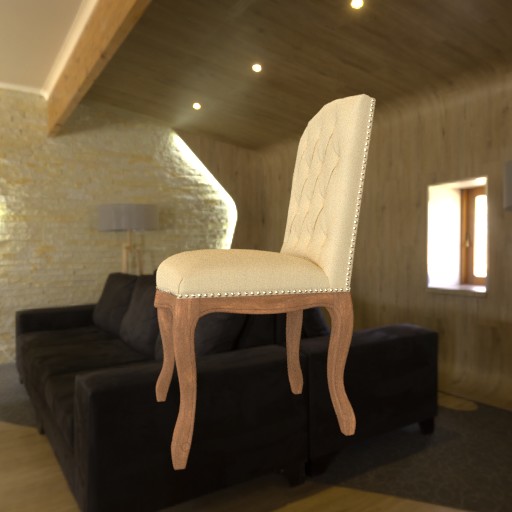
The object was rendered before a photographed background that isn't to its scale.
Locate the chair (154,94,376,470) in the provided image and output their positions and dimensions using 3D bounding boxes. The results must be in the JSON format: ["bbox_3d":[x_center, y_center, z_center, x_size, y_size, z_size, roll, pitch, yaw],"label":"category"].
[{"bbox_3d":[0.000,0.000,1.595,0.715,1.165,0.623,0,0,-17],"label":"chair"}]
